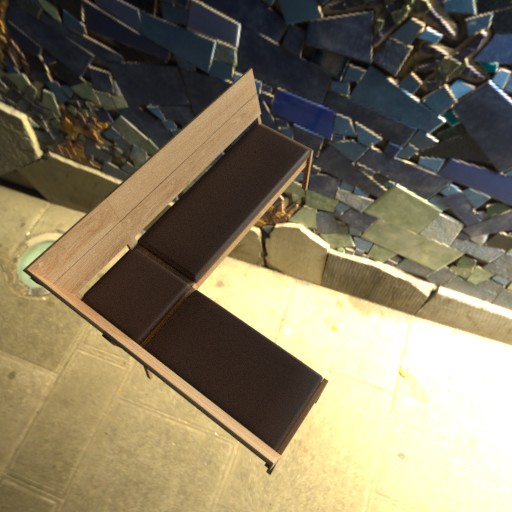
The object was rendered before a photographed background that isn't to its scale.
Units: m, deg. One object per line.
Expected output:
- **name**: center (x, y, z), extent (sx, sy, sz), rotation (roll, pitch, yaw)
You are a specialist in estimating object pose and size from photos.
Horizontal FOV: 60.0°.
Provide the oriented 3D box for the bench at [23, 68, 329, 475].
- **bench**: center (0.000, 0.000, 2.801), extent (1.549, 0.890, 1.975), rotation (31, 65, 17)
